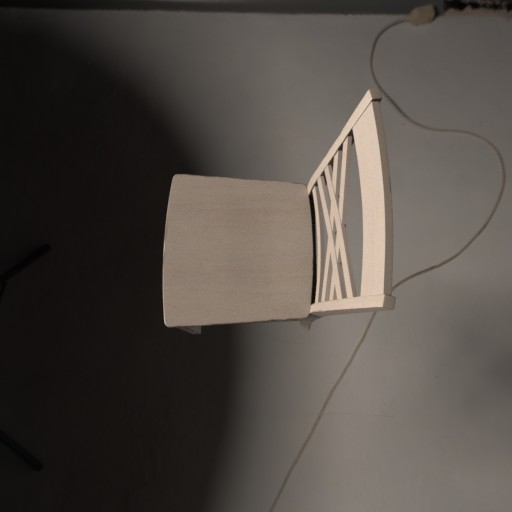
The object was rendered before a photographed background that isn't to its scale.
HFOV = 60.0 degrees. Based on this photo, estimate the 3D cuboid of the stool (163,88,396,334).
[{"bbox_3d":[0.000,0.000,1.389,0.539,1.079,0.462,0,76,0],"label":"stool"}]
